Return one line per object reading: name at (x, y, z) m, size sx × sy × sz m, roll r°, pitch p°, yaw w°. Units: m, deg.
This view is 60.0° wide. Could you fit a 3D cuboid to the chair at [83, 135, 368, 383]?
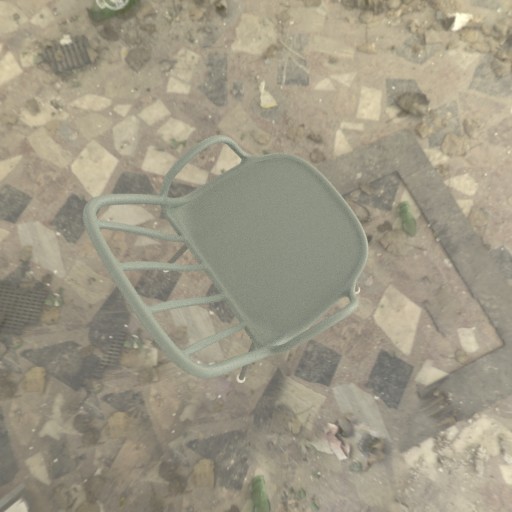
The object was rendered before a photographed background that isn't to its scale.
chair at (0.000, 0.000, 1.230) m, size 0.597 × 0.816 × 0.549 m, roll -35°, pitch 78°, yaw -8°
